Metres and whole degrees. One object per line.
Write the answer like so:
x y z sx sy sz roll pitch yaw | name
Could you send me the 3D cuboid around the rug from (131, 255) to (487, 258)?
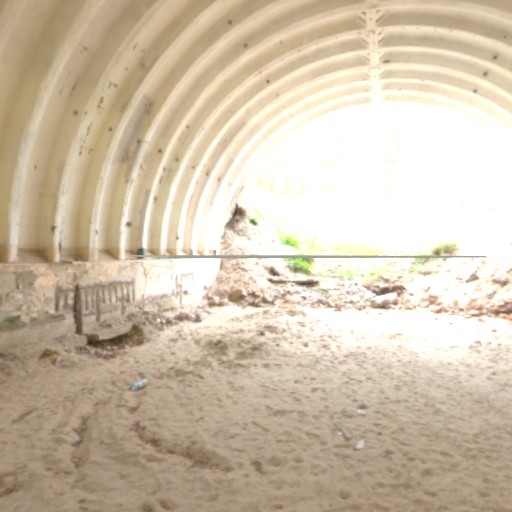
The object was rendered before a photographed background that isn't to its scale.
0.000 0.000 3.035 1.515 0.010 2.430 0 0 -19 | rug
